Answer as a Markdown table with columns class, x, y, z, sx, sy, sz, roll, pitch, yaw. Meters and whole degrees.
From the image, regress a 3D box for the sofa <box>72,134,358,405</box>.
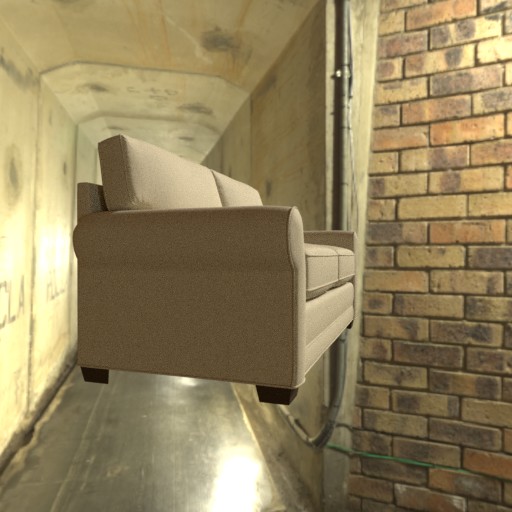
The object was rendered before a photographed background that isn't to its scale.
| class | x | y | z | sx | sy | sz | roll | pitch | yaw |
| --- | --- | --- | --- | --- | --- | --- | --- | --- | --- |
| sofa | 0.000 | 0.000 | 2.273 | 0.861 | 0.933 | 1.774 | 0 | 0 | 19 |
